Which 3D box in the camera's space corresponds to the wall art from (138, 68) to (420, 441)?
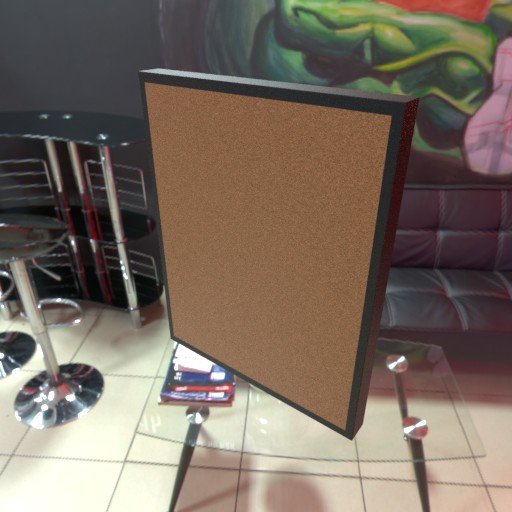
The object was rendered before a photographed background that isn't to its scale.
[{"bbox_3d":[0.000,0.000,0.500,0.294,0.369,0.030,20,35,32],"label":"wall art"}]
